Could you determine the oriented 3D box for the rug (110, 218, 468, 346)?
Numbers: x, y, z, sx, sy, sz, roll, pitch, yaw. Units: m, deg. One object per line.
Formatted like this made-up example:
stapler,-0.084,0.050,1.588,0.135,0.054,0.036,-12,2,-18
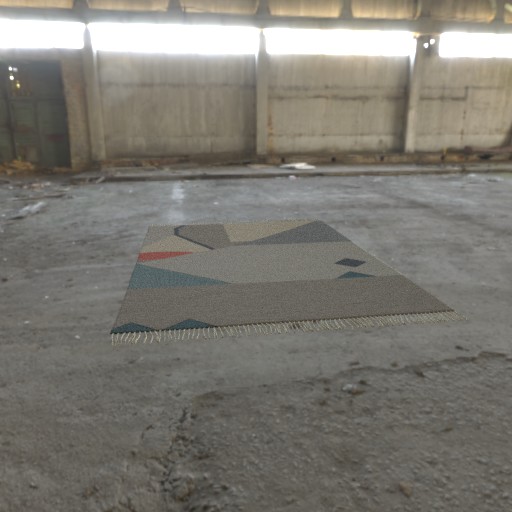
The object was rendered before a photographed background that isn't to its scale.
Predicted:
rug,0.000,0.000,2.313,1.220,0.005,1.828,-3,16,-9
